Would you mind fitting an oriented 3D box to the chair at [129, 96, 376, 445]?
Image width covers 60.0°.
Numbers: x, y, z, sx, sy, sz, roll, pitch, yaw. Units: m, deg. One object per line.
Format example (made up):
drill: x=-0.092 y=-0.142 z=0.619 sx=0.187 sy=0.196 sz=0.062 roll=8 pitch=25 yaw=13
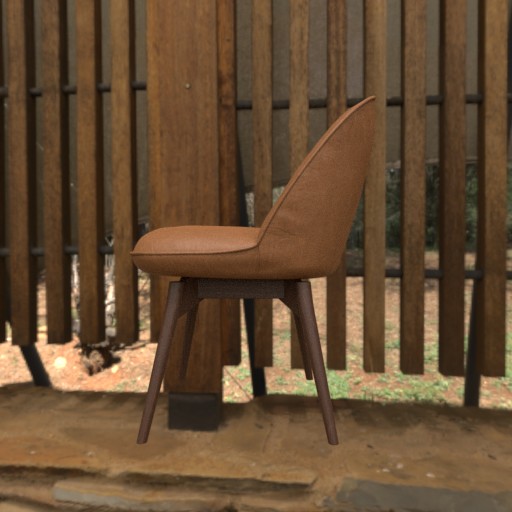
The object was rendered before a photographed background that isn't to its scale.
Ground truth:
chair: x=0.000 y=0.000 z=1.237 sx=0.631 sy=0.831 sz=0.521 roll=0 pitch=1 yaw=1
